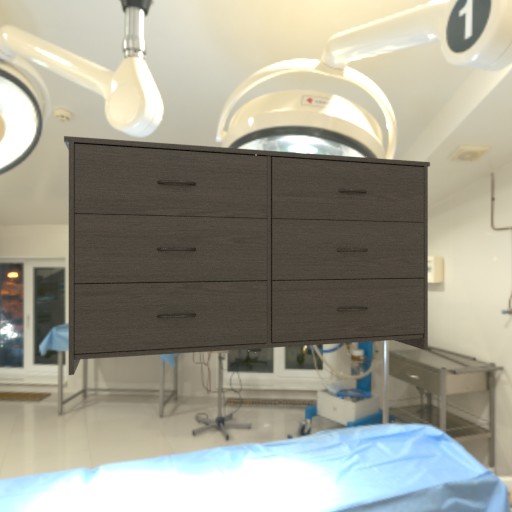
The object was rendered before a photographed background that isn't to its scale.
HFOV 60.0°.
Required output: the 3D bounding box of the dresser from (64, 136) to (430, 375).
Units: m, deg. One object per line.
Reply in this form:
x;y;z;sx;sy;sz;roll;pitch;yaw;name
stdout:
0.000;0.000;1.749;1.360;0.755;0.401;0;0;-17;dresser
